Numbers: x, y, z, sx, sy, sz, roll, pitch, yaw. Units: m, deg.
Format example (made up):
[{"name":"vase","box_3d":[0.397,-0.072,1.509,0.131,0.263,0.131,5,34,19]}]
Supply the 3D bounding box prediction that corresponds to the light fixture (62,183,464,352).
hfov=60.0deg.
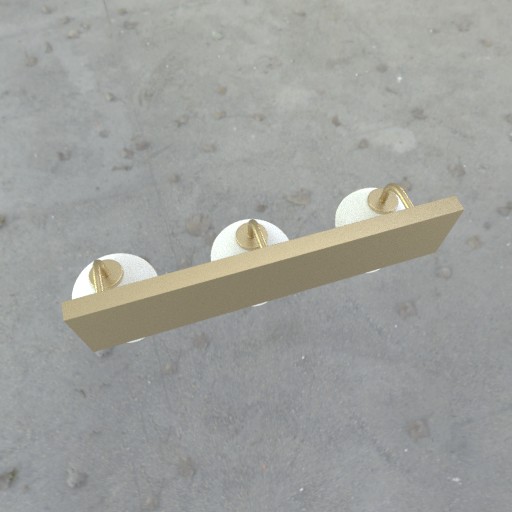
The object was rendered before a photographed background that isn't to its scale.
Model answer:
[{"name":"light fixture","box_3d":[0.000,0.000,0.726,0.609,0.280,0.190,-15,60,-9]}]
